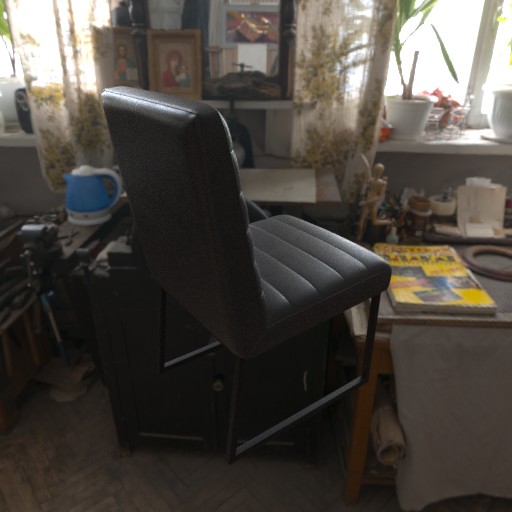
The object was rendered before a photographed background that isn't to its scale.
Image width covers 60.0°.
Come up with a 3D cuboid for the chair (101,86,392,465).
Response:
[{"bbox_3d":[0.000,0.000,1.296,0.634,0.930,0.520,-18,31,-32],"label":"chair"}]
